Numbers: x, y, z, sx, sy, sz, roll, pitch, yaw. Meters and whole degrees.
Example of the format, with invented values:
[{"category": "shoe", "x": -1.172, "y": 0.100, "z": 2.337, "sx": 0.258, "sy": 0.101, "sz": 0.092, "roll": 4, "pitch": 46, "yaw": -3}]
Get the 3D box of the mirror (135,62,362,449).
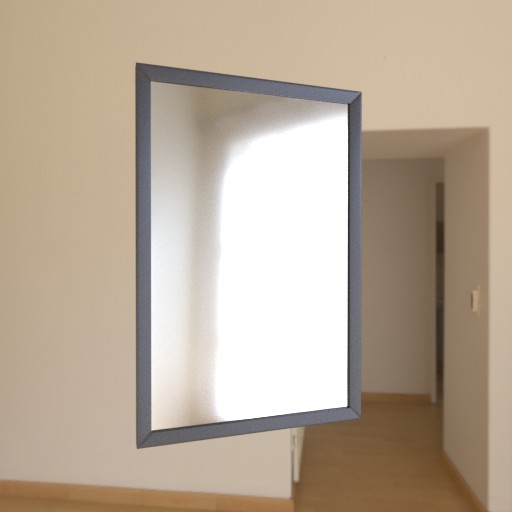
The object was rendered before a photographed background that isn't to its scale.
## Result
[{"category": "mirror", "x": 0.000, "y": 0.000, "z": 1.163, "sx": 0.609, "sy": 0.915, "sz": 0.040, "roll": 0, "pitch": 1, "yaw": -18}]
